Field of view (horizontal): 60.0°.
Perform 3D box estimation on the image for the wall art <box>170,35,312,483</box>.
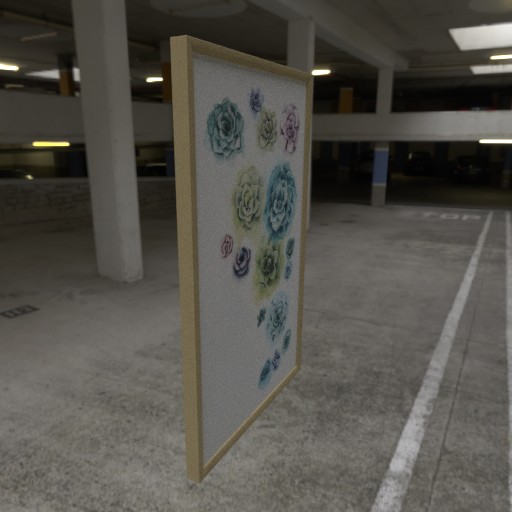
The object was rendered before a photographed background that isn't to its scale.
[{"bbox_3d":[0.000,0.000,0.992,0.039,0.810,0.510,8,17,28],"label":"wall art"}]
